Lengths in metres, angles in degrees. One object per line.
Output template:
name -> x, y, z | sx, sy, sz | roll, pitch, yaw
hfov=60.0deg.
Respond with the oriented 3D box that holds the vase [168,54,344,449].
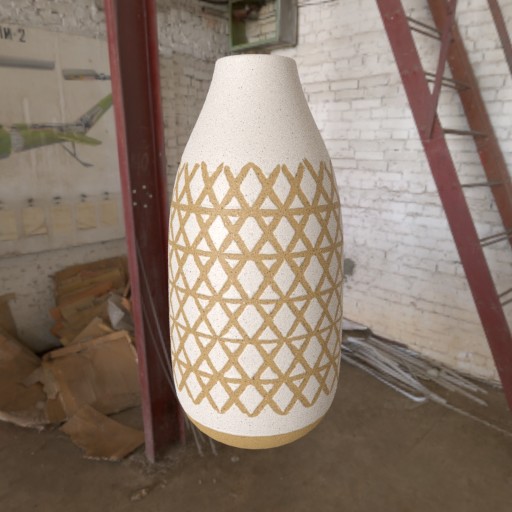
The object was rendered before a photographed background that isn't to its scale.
vase -> 0.000, 0.000, 0.467 | 0.186, 0.380, 0.186 | 0, 15, 0
